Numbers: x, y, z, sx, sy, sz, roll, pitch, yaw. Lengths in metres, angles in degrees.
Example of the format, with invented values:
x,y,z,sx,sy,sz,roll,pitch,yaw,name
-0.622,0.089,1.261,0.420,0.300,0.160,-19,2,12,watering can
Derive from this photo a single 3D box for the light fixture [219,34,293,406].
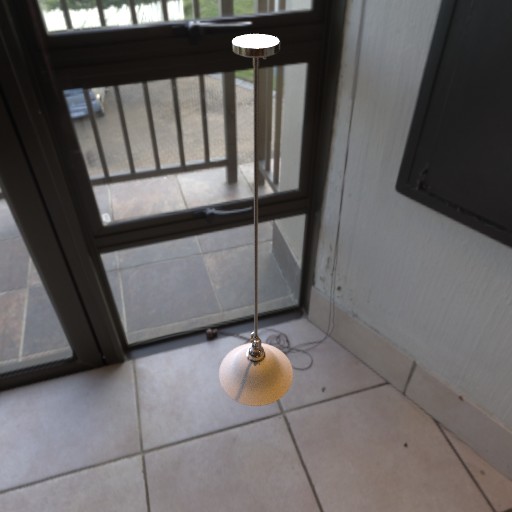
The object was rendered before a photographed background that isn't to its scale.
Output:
x,y,z,sx,sy,sz,roll,pitch,yaw,name
0.000,0.000,1.497,0.324,1.354,0.324,-25,47,-26,light fixture
